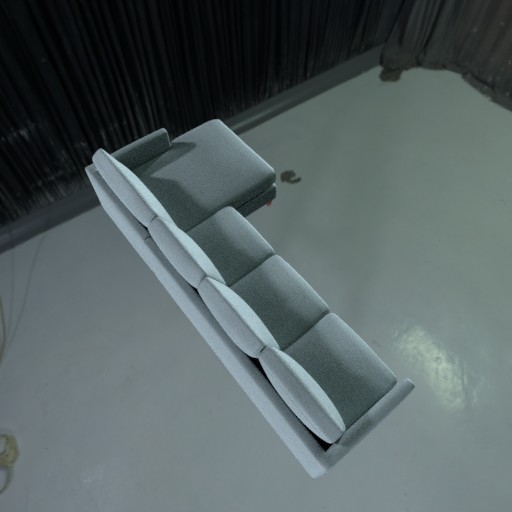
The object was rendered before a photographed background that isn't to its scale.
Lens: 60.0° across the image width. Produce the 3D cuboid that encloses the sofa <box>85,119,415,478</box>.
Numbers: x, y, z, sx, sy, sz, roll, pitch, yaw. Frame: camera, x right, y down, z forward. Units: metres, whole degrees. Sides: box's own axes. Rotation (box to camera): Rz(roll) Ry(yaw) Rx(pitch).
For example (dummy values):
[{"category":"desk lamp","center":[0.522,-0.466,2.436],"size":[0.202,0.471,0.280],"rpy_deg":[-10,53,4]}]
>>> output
[{"category":"sofa","center":[0.000,0.000,4.103],"size":[1.604,0.950,3.471],"rpy_deg":[-34,65,-19]}]
